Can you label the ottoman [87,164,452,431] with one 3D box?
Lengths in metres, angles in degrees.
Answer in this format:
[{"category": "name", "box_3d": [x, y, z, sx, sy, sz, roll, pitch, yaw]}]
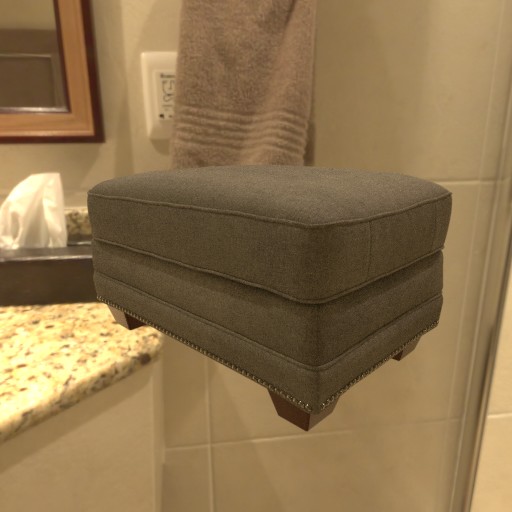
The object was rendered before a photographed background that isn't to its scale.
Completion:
[{"category": "ottoman", "box_3d": [0.000, 0.000, 1.162, 0.813, 0.457, 0.561, 15, 22, 42]}]
